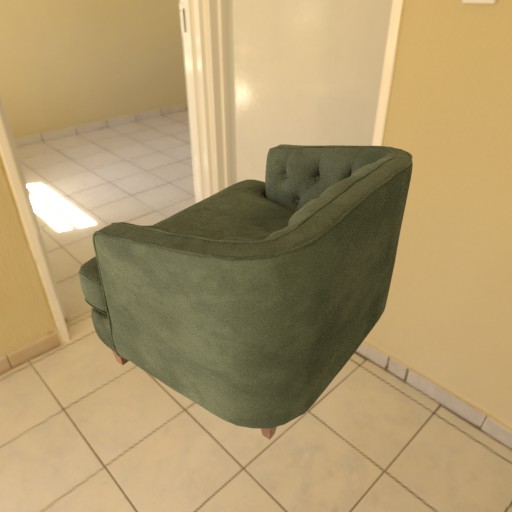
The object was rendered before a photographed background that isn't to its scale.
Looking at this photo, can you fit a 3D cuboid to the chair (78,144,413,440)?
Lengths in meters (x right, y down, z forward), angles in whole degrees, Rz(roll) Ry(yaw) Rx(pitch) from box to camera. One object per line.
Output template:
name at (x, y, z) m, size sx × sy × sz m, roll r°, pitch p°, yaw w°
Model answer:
chair at (0.000, 0.000, 1.811) m, size 0.941 × 0.852 × 1.104 m, roll 22°, pitch 39°, yaw 30°
